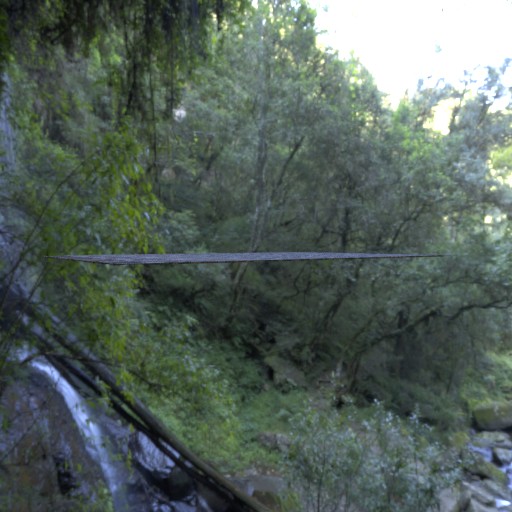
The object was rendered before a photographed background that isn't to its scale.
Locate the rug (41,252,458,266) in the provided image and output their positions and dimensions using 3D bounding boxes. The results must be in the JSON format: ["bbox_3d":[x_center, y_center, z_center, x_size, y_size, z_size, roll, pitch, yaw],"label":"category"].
[{"bbox_3d":[0.000,0.000,3.023,2.438,0.011,1.524,-1,2,-36],"label":"rug"}]
